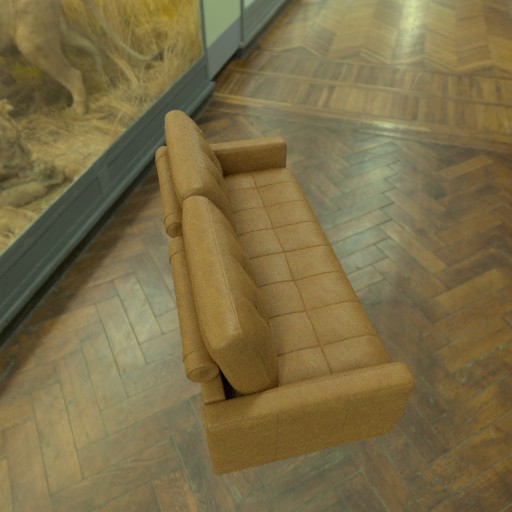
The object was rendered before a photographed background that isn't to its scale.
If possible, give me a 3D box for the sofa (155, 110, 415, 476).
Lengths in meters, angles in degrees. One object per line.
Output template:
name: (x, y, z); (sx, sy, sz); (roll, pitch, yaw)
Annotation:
sofa: (0.000, 0.000, 2.247); (0.850, 0.898, 1.821); (-10, 46, -9)
